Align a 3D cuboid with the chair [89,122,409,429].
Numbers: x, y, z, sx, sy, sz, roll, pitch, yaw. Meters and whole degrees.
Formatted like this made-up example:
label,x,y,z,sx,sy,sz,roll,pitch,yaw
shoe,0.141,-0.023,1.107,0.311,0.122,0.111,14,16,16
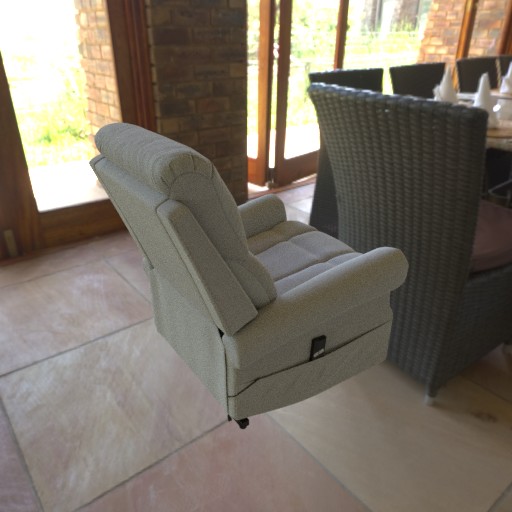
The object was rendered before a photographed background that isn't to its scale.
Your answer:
label,x,y,z,sx,sy,sz,roll,pitch,yaw
chair,0.000,0.000,1.733,0.979,1.031,0.871,-18,32,-31
